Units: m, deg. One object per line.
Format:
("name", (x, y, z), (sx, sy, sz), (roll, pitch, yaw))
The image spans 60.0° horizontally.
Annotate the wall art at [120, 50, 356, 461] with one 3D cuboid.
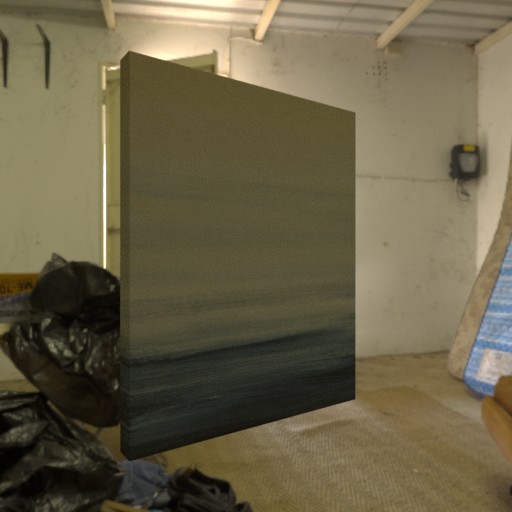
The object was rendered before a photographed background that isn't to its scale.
("wall art", (0.000, 0.000, 0.814), (0.489, 0.608, 0.040), (0, 0, -35))
